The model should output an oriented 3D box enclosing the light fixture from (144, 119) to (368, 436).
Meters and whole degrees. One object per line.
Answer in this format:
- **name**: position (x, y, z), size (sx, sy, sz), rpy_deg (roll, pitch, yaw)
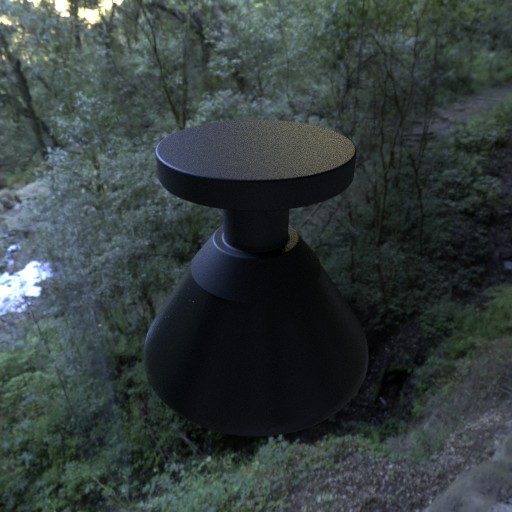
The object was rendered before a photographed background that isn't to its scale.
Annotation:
- **light fixture**: position (0.000, 0.000, 0.358), size (0.200, 0.183, 0.200), rpy_deg (0, 31, 0)
